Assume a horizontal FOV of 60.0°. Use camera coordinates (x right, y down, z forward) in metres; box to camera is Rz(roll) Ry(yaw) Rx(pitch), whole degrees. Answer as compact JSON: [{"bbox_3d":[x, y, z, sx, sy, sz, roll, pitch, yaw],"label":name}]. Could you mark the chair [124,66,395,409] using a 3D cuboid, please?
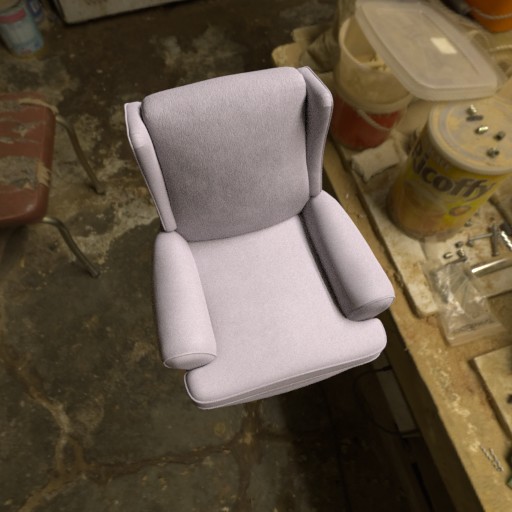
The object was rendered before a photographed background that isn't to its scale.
[{"bbox_3d":[0.000,0.000,1.715,0.847,1.011,0.969,-14,65,-7],"label":"chair"}]
